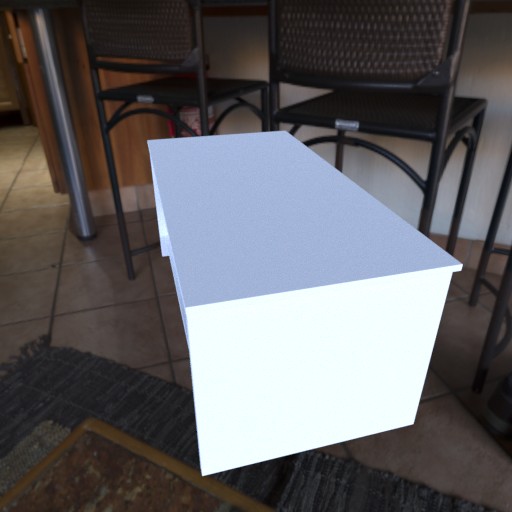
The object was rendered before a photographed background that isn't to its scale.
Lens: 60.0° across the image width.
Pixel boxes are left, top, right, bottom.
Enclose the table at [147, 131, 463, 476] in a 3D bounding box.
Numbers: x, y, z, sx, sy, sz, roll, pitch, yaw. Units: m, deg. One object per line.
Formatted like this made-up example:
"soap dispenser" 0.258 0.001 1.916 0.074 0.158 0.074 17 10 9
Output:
"table" 0.000 0.000 1.269 0.500 0.441 1.000 -8 31 -13
